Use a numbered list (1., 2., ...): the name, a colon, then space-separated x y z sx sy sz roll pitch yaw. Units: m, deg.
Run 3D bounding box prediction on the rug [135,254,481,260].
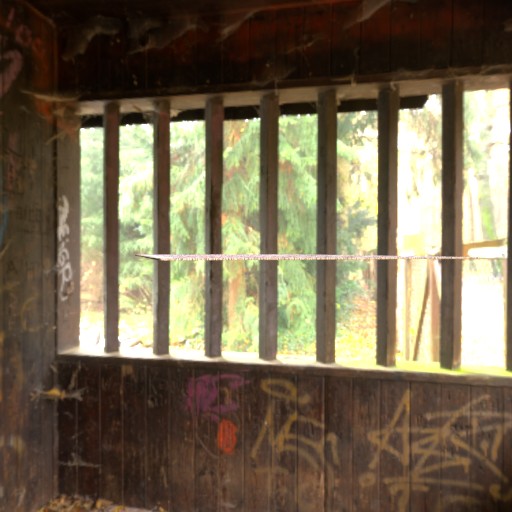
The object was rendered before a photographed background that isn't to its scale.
1. rug: 0.000 0.000 3.077 1.545 0.010 2.440 0 1 -17
